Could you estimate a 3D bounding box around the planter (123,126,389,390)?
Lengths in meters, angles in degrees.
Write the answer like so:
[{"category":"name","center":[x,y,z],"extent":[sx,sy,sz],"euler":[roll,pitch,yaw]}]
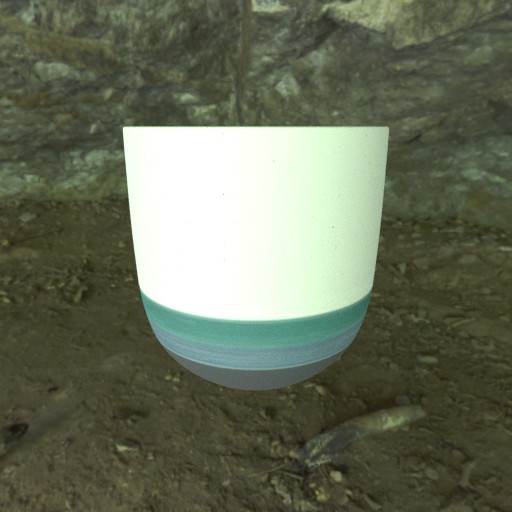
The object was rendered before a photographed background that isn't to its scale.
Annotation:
[{"category":"planter","center":[0.000,0.000,0.382],"extent":[0.204,0.214,0.204],"euler":[0,16,0]}]
